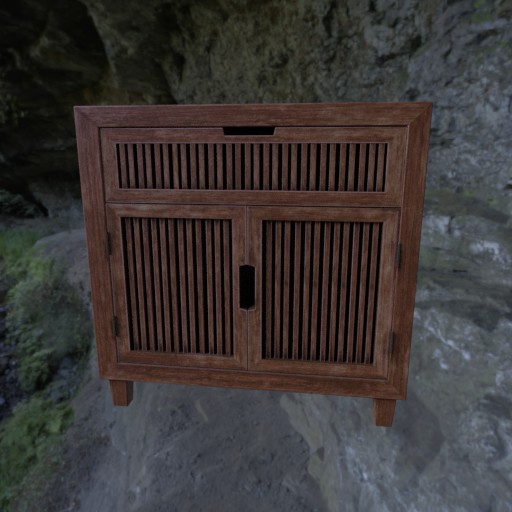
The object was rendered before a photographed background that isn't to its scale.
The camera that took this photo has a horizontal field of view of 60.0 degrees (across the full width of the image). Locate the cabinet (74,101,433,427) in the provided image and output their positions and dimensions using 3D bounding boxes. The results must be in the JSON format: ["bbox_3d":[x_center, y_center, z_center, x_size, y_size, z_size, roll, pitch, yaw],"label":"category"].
[{"bbox_3d":[0.000,0.000,1.259,0.796,0.785,0.412,2,14,7],"label":"cabinet"}]
